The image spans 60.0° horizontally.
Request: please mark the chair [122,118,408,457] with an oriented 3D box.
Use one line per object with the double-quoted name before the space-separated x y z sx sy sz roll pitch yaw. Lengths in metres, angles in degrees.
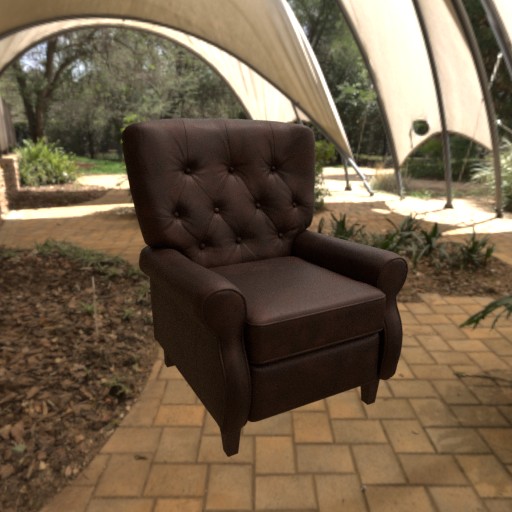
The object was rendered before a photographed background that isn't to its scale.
"chair" 0.000 0.000 1.920 0.948 1.158 1.058 -8 18 -27
